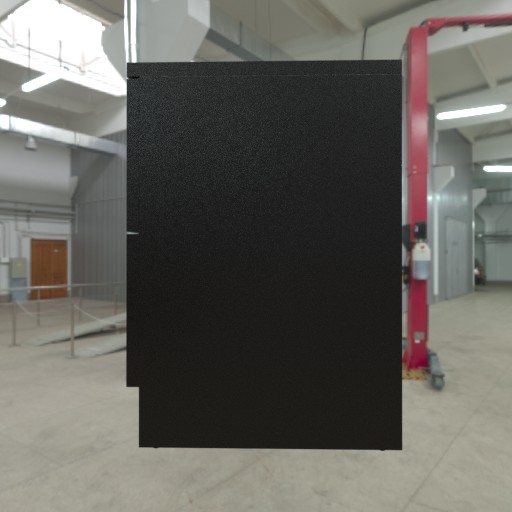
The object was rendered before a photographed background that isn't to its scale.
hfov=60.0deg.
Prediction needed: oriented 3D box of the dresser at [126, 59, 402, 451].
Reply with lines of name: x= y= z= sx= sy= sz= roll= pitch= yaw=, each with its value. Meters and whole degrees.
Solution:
dresser: x=0.000 y=0.000 z=0.735 sx=0.360 sy=0.470 sz=0.400 roll=0 pitch=0 yaw=1
